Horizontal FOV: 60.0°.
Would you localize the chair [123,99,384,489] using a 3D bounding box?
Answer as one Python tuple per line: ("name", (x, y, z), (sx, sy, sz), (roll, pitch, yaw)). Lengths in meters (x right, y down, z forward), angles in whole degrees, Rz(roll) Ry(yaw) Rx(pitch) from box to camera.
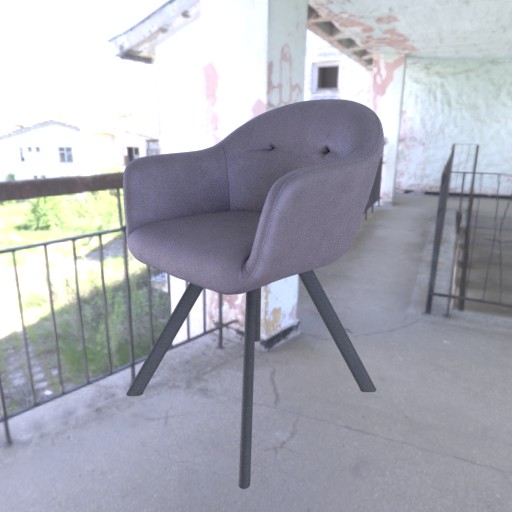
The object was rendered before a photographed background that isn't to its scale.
("chair", (0.000, 0.000, 1.137), (0.544, 0.781, 0.567), (-15, 22, -42))
